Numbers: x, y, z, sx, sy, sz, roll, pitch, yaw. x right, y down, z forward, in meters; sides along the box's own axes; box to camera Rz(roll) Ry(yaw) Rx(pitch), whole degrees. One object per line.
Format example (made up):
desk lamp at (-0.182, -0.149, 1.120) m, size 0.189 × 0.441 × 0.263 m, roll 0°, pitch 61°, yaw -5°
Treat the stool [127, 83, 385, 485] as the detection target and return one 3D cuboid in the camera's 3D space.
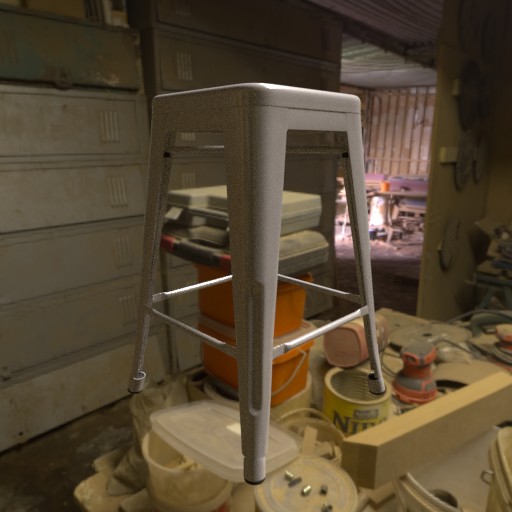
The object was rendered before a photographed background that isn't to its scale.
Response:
stool at (0.000, 0.000, 0.893) m, size 0.406 × 0.610 × 0.406 m, roll -13°, pitch 19°, yaw -43°
